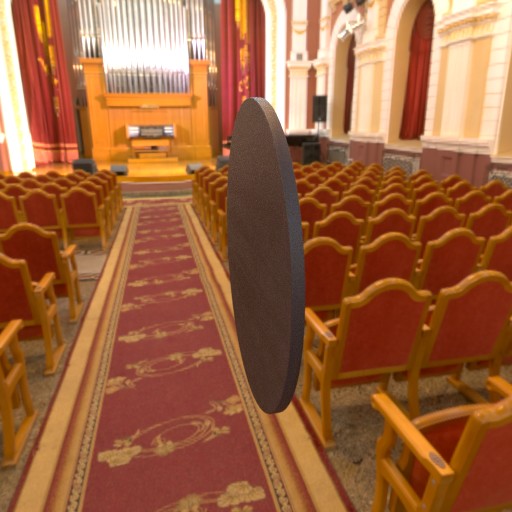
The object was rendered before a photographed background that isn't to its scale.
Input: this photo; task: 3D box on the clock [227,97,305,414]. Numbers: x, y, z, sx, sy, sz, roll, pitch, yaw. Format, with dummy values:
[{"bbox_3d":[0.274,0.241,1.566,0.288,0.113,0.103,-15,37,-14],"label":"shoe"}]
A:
[{"bbox_3d":[0.000,0.000,0.884,0.029,0.595,0.595,-4,17,-12],"label":"clock"}]
